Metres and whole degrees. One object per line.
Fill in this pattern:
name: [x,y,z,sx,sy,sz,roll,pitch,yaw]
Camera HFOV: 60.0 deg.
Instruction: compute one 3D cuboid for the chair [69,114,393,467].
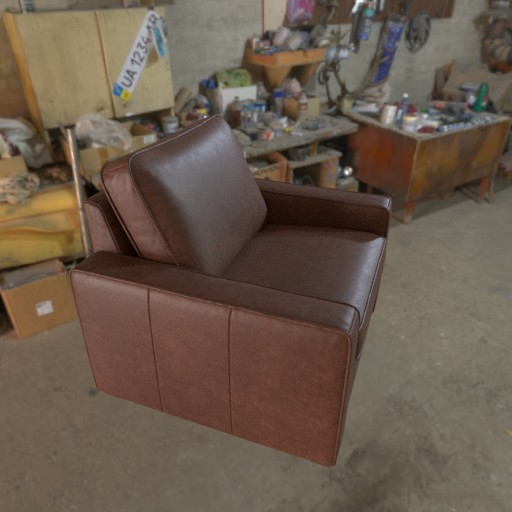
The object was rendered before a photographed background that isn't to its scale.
chair: [0.000,0.000,1.730,0.940,0.919,1.017,11,32,18]
